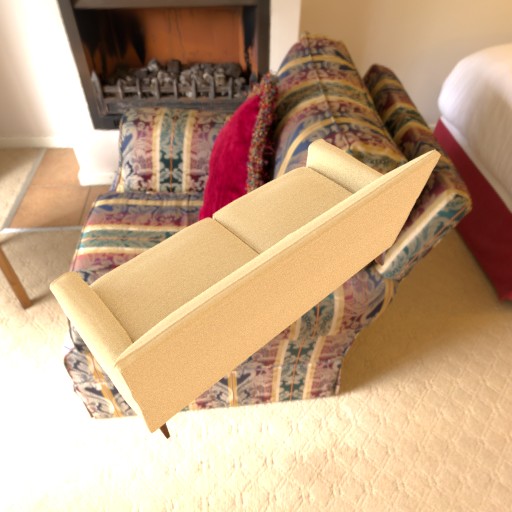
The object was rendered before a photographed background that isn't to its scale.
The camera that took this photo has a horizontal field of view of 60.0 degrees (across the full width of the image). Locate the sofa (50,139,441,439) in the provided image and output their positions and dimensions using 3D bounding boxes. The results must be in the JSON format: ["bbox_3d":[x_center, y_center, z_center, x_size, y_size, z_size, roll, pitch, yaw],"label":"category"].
[{"bbox_3d":[0.000,0.000,2.493,2.001,0.907,0.841,-33,54,-28],"label":"sofa"}]
